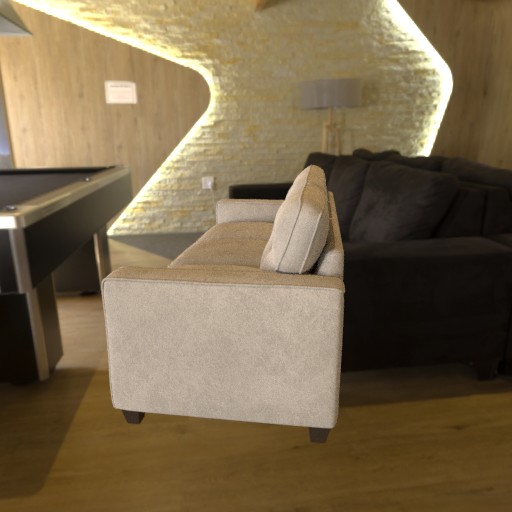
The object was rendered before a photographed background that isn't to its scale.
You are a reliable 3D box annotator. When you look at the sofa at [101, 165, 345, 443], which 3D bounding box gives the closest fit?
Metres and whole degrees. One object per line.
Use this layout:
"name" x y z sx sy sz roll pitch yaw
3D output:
"sofa" 0.000 0.000 2.665 0.939 0.965 2.133 2 16 8
